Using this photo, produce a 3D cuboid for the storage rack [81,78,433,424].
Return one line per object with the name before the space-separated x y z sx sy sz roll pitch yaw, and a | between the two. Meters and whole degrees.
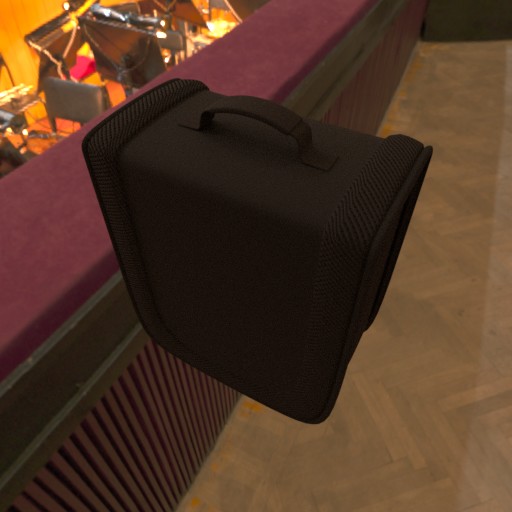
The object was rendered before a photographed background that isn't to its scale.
storage rack | 0.000 0.000 0.528 0.297 0.387 0.168 22 50 20
